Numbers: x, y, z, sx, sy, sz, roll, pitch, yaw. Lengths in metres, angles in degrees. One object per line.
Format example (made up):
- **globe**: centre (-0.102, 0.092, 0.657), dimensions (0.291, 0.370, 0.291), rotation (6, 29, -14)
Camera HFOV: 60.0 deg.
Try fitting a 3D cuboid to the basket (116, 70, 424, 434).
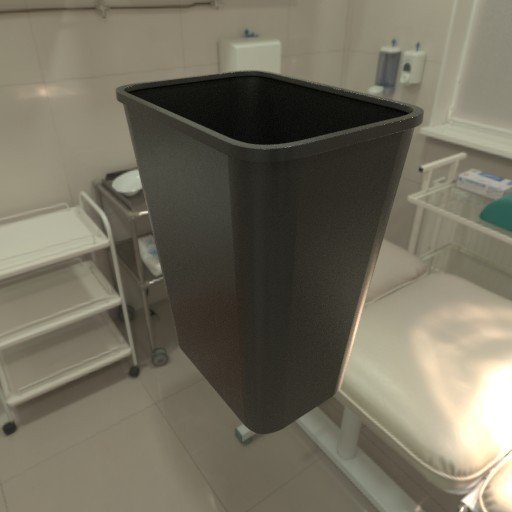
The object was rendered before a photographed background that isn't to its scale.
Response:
- **basket**: centre (0.000, 0.000, 0.755), dimensions (0.287, 0.521, 0.394), rotation (-21, 38, -30)
